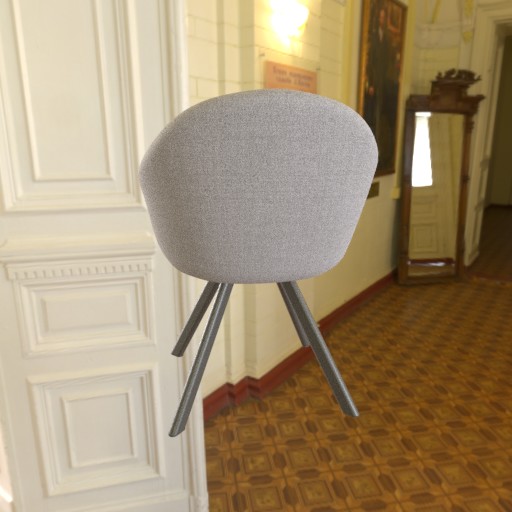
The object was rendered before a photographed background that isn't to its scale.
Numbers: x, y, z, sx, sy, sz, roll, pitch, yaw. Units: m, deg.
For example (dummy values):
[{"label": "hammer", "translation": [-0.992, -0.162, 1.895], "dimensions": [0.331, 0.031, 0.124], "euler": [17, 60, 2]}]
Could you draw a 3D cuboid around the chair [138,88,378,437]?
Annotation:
[{"label": "chair", "translation": [0.000, 0.000, 1.188], "dimensions": [0.590, 0.795, 0.550], "euler": [-2, 15, -9]}]
